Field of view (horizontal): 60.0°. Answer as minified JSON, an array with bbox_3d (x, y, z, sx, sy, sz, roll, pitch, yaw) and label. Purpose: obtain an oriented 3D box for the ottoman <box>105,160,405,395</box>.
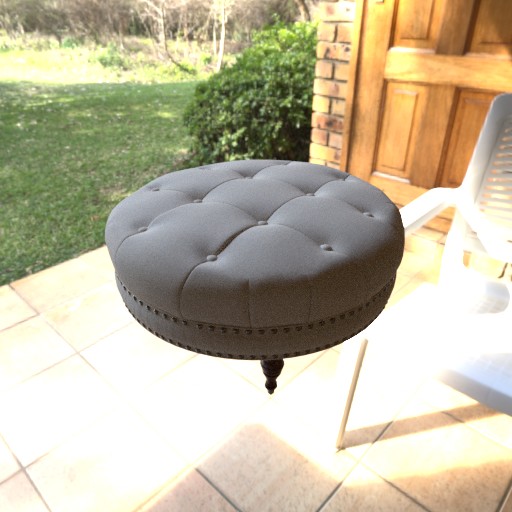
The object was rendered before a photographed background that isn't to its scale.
[{"bbox_3d":[0.000,0.000,1.502,0.940,0.483,0.940,0,30,0],"label":"ottoman"}]
